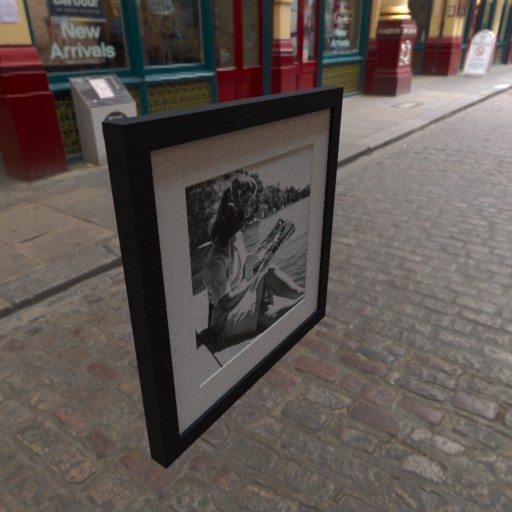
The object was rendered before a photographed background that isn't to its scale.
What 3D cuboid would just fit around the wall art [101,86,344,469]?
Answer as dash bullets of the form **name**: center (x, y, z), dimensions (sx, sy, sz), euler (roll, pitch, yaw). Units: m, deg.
- **wall art**: center (0.000, 0.000, 0.683), dimensions (0.030, 0.458, 0.462), euler (17, 31, 32)
